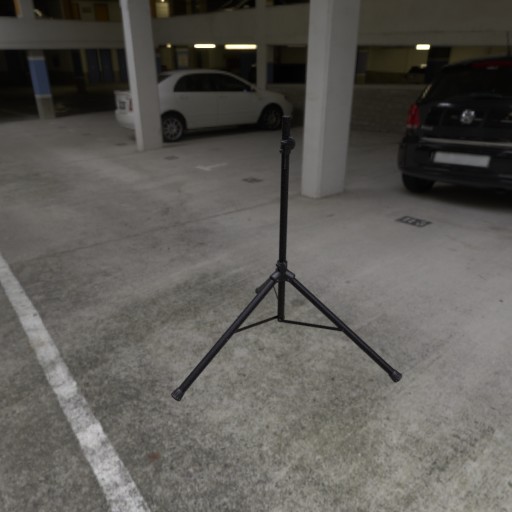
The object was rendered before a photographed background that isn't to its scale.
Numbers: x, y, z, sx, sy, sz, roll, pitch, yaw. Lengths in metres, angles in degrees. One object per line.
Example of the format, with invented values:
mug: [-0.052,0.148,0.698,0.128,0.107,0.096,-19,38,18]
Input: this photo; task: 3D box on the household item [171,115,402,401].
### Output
household item: [0.000,0.000,1.913,0.907,1.136,1.045,-18,31,-33]
